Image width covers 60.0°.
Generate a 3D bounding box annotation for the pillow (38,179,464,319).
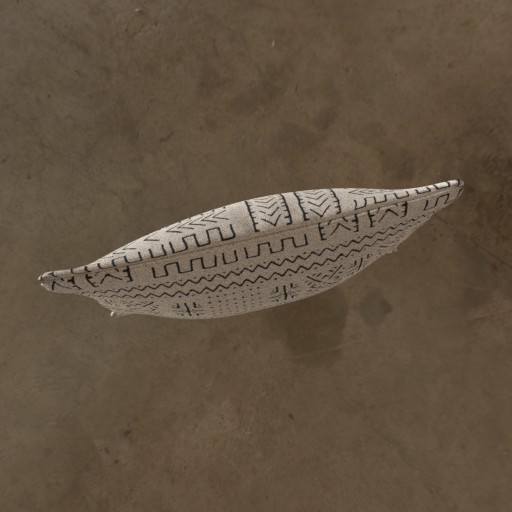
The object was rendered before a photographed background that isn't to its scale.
[{"bbox_3d":[0.000,0.000,0.800,0.637,0.352,0.188,-13,76,-3],"label":"pillow"}]
